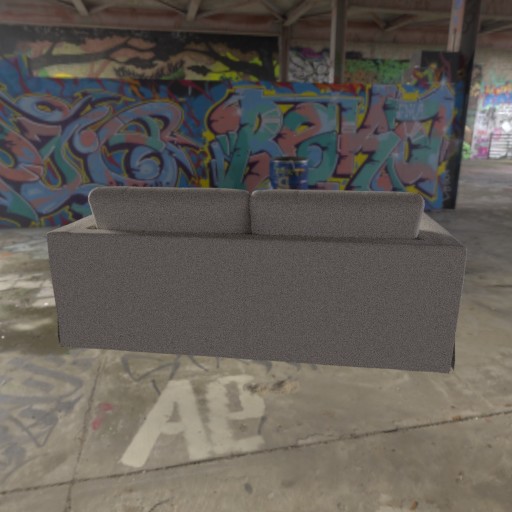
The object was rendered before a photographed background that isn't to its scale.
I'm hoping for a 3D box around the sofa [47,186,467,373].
[{"bbox_3d":[0.000,0.000,2.708,2.163,0.881,0.954,2,16,8],"label":"sofa"}]
